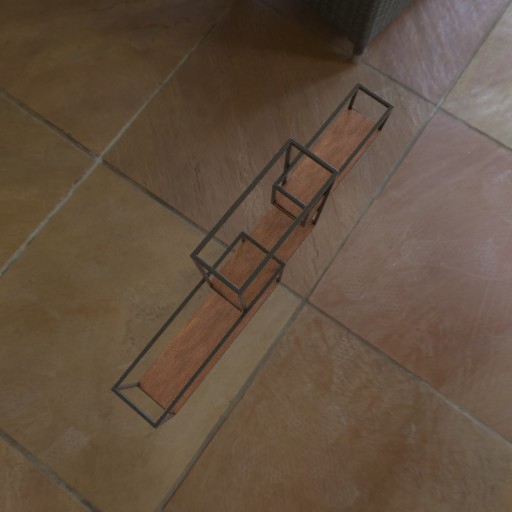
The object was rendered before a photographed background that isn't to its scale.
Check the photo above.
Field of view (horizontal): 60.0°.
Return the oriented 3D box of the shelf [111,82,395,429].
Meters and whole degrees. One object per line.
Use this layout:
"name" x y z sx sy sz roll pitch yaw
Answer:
"shelf" 0.000 0.000 2.120 0.275 0.972 1.781 38 79 8
